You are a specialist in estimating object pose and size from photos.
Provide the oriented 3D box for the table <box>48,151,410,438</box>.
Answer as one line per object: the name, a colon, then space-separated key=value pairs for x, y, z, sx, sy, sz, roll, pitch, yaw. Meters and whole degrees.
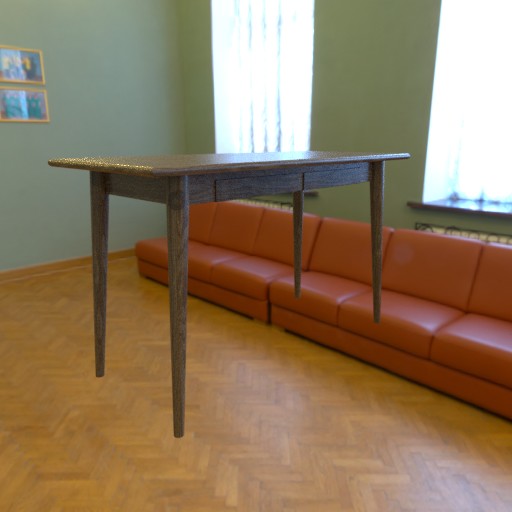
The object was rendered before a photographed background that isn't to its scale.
table: x=0.000 y=0.000 z=1.768 sx=0.599 sy=0.780 sz=1.300 roll=14 pitch=20 yaw=42
